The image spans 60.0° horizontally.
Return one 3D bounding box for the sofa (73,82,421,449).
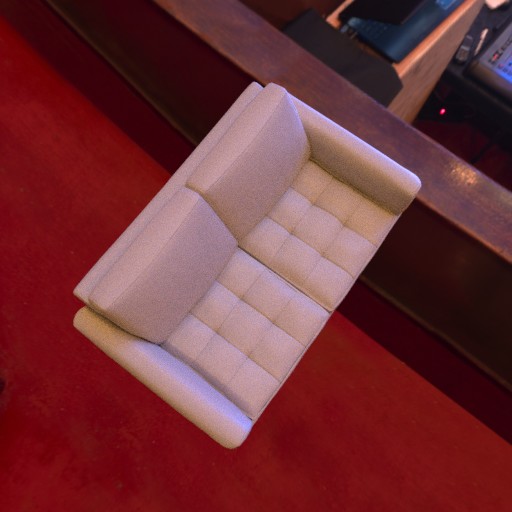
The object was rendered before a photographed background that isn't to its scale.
[{"bbox_3d":[0.000,0.000,2.538,1.121,0.930,1.819,36,78,9],"label":"sofa"}]
